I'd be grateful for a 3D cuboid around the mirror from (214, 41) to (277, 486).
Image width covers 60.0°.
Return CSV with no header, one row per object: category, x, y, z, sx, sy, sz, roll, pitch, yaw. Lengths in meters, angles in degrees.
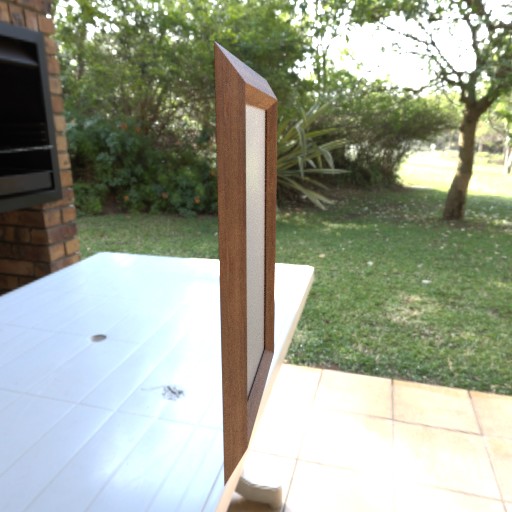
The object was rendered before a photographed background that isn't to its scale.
mirror,0.000,0.000,1.267,0.047,1.010,0.651,3,16,9
